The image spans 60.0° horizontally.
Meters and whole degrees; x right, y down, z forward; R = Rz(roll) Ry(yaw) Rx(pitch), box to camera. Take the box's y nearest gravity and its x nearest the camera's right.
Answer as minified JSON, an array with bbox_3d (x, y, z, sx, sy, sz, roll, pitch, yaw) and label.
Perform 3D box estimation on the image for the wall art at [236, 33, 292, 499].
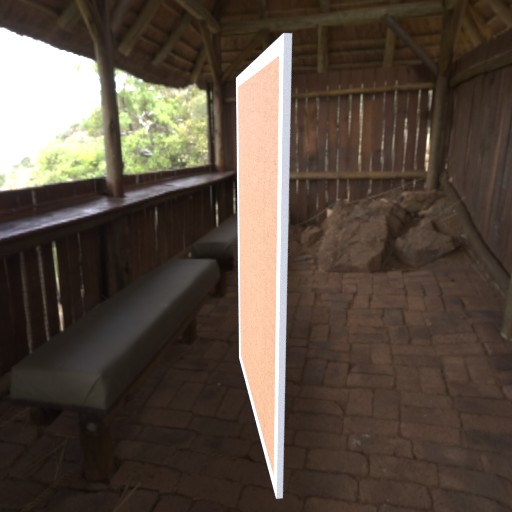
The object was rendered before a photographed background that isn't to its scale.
[{"bbox_3d":[0.000,0.000,1.193,0.015,0.965,0.660,-3,16,-9],"label":"wall art"}]
